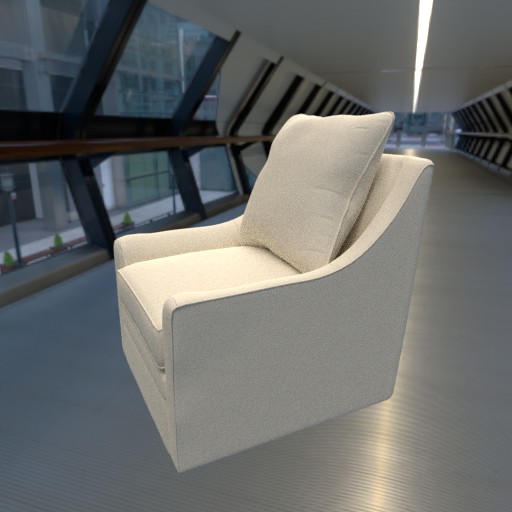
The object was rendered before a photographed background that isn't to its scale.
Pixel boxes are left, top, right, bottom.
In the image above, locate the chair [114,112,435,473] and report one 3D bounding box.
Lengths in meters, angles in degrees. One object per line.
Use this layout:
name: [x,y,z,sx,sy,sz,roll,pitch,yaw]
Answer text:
chair: [0.000,0.000,1.560,0.876,0.965,0.756,-8,19,-26]
